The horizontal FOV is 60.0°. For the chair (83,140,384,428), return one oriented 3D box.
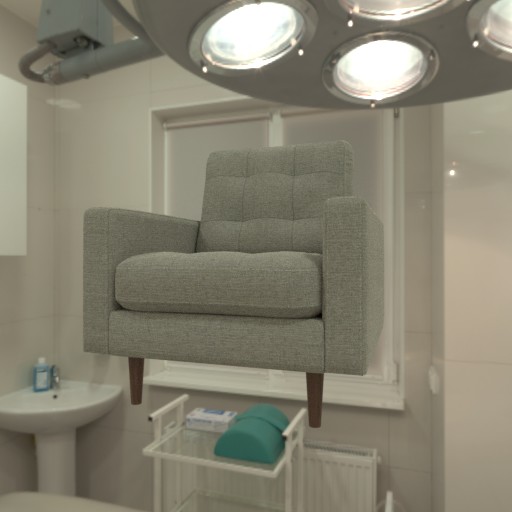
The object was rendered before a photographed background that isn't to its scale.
[{"bbox_3d":[0.000,0.000,1.540,0.821,0.880,0.843,0,0,19],"label":"chair"}]
